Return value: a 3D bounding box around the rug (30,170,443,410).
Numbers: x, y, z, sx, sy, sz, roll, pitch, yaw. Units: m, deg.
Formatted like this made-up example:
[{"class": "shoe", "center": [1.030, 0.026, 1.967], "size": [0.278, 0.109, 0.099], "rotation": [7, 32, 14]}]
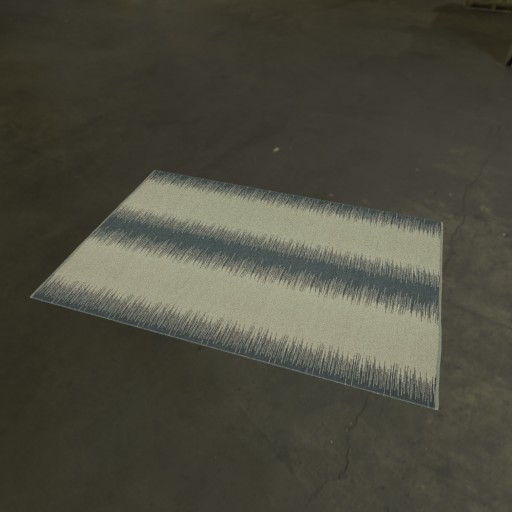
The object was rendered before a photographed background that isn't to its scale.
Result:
[{"class": "rug", "center": [0.000, 0.000, 2.315], "size": [1.854, 0.006, 1.234], "rotation": [12, 43, 14]}]
